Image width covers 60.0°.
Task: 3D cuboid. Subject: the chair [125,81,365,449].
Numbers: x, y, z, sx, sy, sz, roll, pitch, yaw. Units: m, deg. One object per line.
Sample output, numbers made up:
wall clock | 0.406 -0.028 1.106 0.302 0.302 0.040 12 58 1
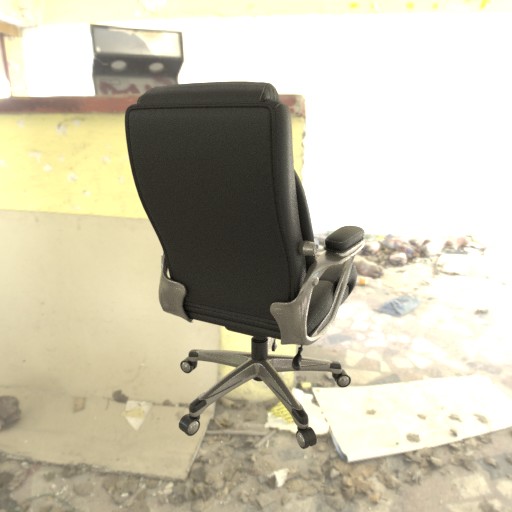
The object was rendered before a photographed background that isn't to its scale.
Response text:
chair | 0.000 0.000 1.653 0.741 1.167 0.784 8 19 26
